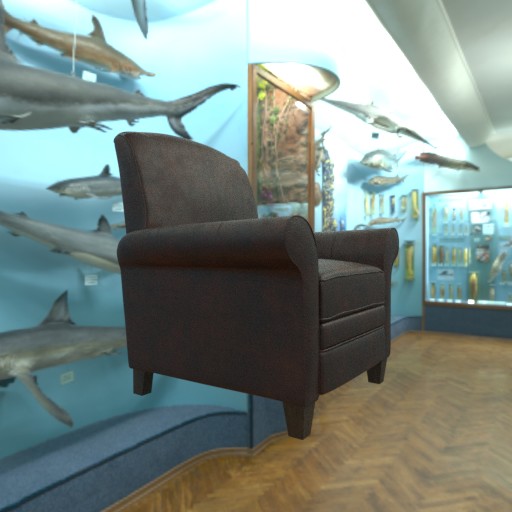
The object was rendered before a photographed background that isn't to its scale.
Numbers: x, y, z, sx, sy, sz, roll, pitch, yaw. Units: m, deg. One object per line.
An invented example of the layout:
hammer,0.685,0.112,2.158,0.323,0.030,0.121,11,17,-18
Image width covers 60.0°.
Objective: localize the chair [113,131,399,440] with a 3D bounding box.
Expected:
chair,0.000,0.000,1.809,0.902,1.061,0.978,1,1,35
